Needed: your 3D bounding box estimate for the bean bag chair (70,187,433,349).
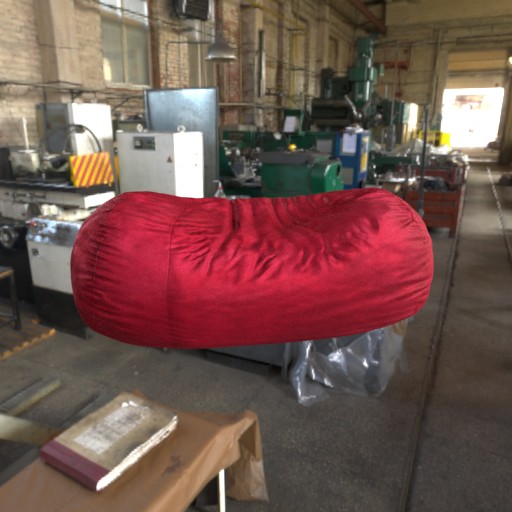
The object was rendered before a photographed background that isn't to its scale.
[{"bbox_3d":[0.000,0.000,2.927,2.293,0.867,1.216,-2,17,-7],"label":"bean bag chair"}]
